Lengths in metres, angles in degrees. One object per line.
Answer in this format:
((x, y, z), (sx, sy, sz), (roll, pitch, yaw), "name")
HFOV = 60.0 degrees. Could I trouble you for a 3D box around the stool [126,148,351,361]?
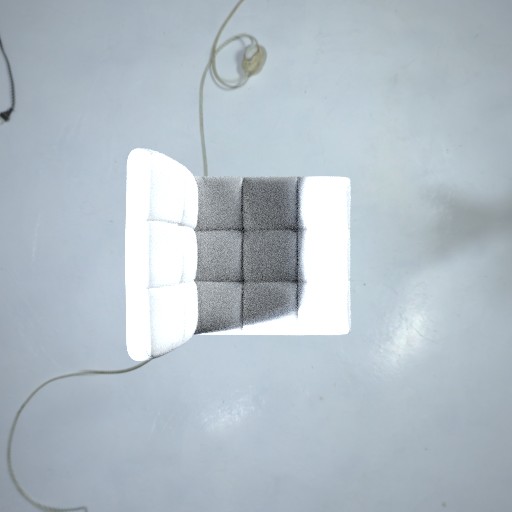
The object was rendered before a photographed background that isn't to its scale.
((0.000, 0.000, 1.394), (0.505, 1.115, 0.430), (0, 90, 0), "stool")
